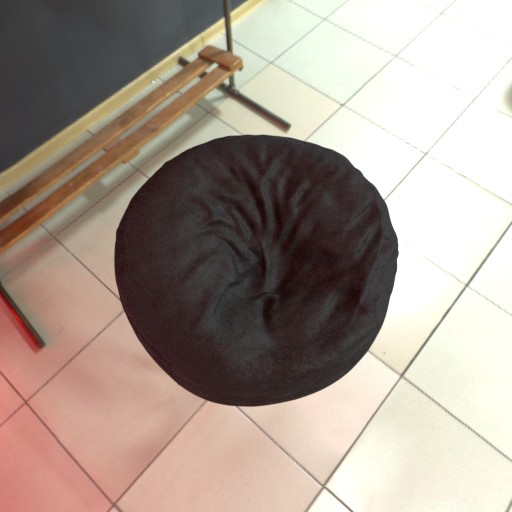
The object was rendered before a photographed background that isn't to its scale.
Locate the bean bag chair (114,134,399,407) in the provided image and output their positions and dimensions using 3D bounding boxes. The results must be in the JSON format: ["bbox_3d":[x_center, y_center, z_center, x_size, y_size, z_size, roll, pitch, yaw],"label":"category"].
[{"bbox_3d":[0.000,0.000,2.445,1.525,0.751,1.525,0,63,0],"label":"bean bag chair"}]
